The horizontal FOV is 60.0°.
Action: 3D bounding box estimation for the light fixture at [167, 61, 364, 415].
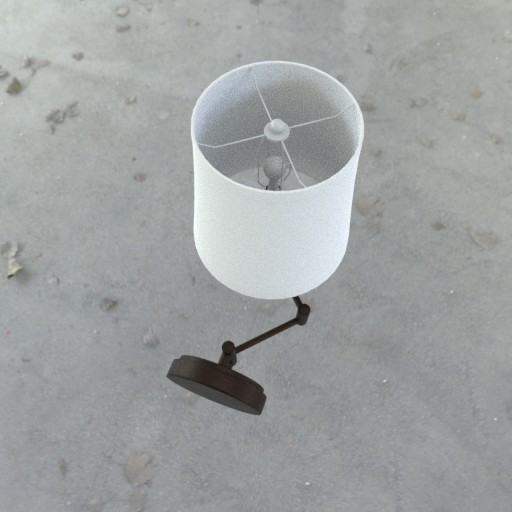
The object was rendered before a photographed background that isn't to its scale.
[{"bbox_3d":[0.000,0.000,0.268,0.100,0.172,0.157,18,65,9],"label":"light fixture"}]
